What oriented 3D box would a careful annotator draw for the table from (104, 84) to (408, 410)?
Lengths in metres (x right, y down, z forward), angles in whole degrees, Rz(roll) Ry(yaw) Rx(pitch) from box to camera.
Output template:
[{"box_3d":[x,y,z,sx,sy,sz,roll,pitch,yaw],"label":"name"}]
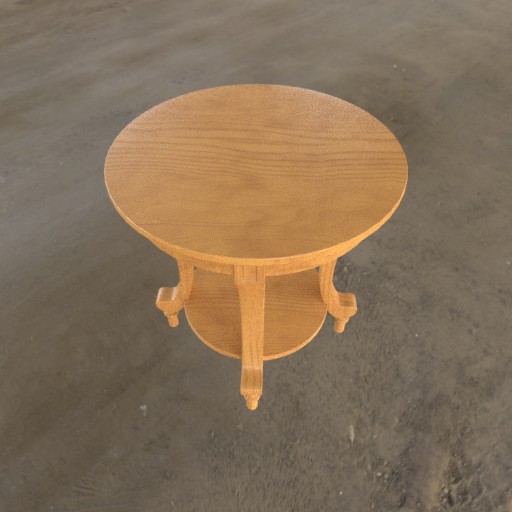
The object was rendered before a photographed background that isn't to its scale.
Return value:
[{"box_3d":[0.000,0.000,1.114,0.597,0.612,0.597,0,46,0],"label":"table"}]
